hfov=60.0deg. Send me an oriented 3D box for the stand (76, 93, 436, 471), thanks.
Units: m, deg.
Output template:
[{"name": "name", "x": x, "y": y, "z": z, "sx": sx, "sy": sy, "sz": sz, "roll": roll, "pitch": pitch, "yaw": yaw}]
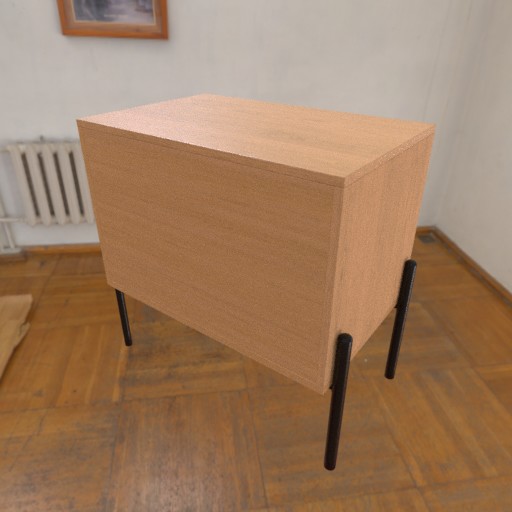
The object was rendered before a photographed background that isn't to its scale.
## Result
[{"name": "stand", "x": 0.000, "y": 0.000, "z": 1.002, "sx": 0.630, "sy": 0.600, "sz": 0.400, "roll": 20, "pitch": 35, "yaw": 31}]
